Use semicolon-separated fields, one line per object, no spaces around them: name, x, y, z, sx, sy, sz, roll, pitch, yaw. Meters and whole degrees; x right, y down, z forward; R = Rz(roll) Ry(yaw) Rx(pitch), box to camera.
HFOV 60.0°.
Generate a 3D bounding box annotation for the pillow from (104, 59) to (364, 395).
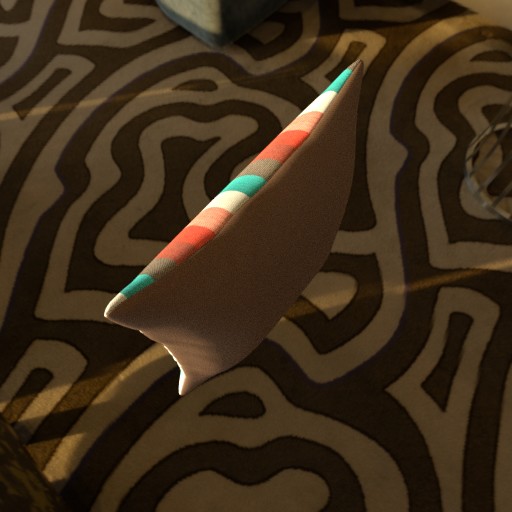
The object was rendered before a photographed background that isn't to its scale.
pillow;0.000;0.000;0.696;0.168;0.443;0.453;35;68;16
